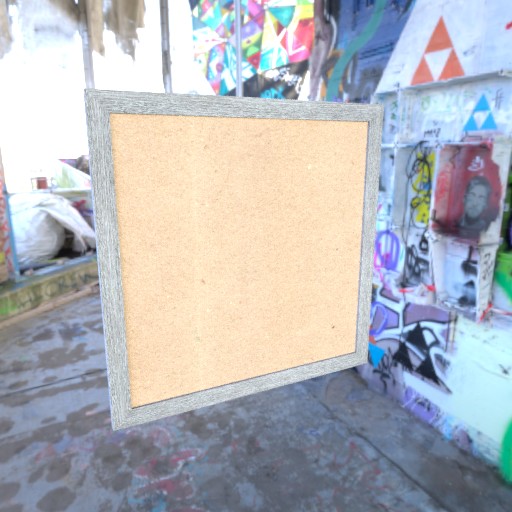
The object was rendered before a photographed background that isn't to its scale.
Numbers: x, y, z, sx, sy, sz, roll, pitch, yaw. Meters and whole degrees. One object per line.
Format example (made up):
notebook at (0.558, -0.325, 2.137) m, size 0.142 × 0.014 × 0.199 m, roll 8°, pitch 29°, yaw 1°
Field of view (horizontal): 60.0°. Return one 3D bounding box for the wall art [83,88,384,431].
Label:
wall art at (0.000, 0.000, 1.015) m, size 0.685 × 0.685 × 0.020 m, roll -7°, pitch 15°, yaw -26°
